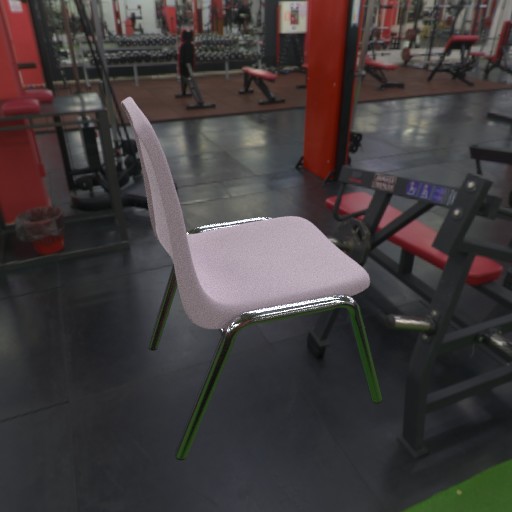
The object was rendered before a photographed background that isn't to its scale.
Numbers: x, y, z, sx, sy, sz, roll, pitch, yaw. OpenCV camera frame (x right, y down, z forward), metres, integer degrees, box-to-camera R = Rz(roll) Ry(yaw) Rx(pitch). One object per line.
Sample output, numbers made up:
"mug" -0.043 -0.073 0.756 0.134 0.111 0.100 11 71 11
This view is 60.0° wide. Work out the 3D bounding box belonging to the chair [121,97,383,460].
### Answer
"chair" 0.000 0.000 0.837 0.423 0.586 0.354 -11 31 -18
